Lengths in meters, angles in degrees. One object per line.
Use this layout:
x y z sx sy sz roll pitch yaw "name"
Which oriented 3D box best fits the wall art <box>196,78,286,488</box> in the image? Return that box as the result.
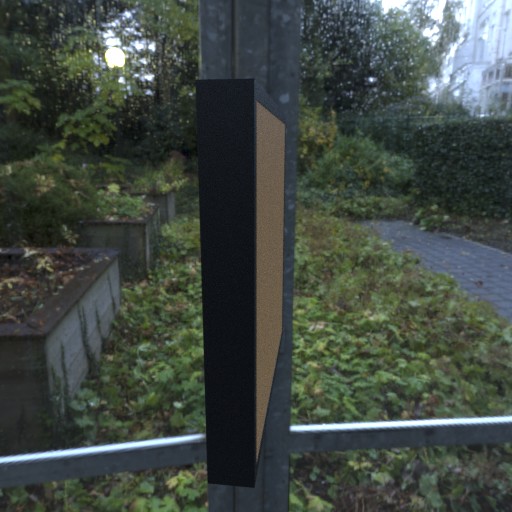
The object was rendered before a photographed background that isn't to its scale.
0.000 0.000 0.464 0.038 0.304 0.305 2 13 7 "wall art"
